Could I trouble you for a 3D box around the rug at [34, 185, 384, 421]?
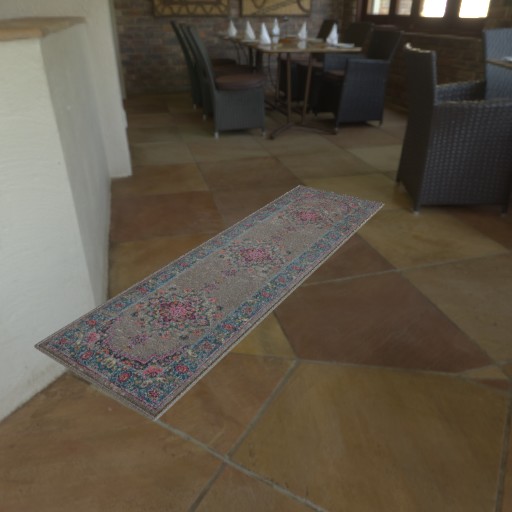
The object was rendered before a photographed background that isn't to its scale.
[{"bbox_3d":[0.000,0.000,1.991,0.553,0.012,1.827,18,34,29],"label":"rug"}]
